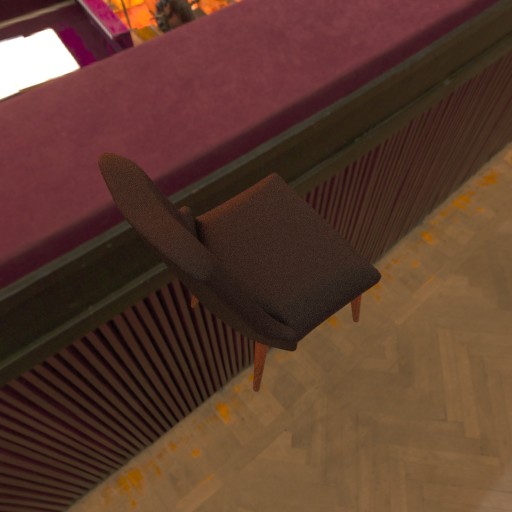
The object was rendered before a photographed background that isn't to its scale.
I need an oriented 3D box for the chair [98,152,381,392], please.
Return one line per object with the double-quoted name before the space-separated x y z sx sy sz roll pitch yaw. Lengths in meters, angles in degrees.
"chair" 0.000 0.000 1.187 0.567 0.820 0.504 -33 64 -19
